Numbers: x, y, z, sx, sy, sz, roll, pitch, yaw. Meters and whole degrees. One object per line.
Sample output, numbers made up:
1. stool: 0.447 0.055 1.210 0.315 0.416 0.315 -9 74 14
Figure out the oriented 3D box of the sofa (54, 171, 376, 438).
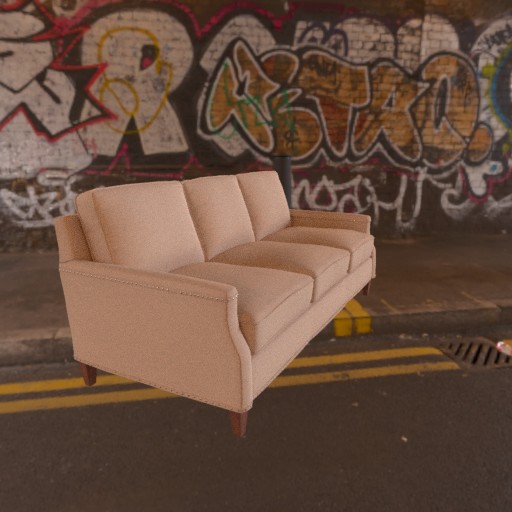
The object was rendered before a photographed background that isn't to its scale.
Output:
1. sofa: 0.000 0.000 2.882 1.084 1.003 2.246 7 15 27
